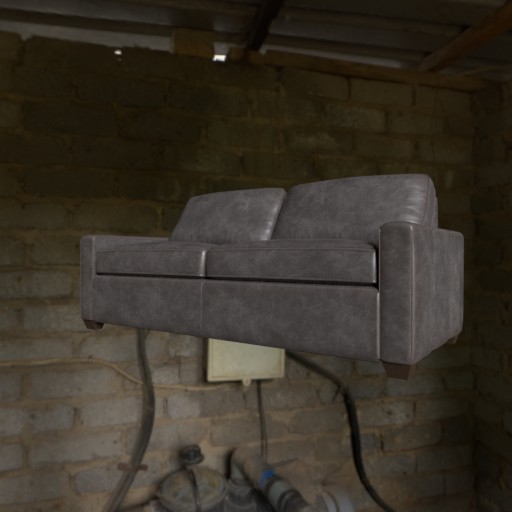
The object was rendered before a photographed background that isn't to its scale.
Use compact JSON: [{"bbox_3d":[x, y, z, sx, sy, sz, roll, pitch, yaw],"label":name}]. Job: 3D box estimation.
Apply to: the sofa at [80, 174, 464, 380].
[{"bbox_3d":[0.000,0.000,2.570,2.081,0.916,0.939,0,0,35],"label":"sofa"}]
